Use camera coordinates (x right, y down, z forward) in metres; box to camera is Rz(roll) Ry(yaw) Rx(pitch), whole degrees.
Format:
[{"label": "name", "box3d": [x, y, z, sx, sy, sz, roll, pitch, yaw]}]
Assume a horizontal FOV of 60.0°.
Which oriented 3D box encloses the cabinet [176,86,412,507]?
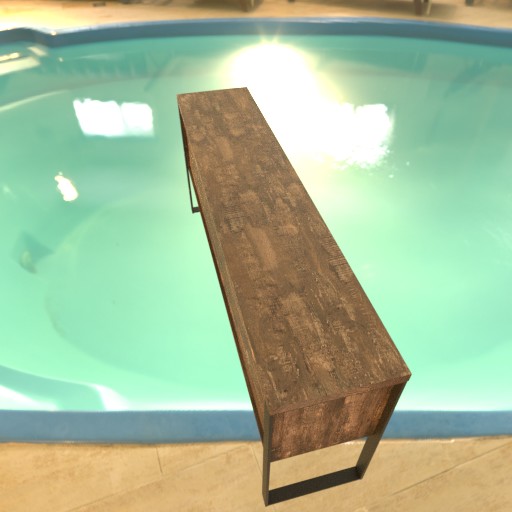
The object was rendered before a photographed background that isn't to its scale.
[{"label": "cabinet", "box3d": [0.000, 0.000, 2.003, 0.395, 0.762, 1.800, -10, 45, -10]}]
